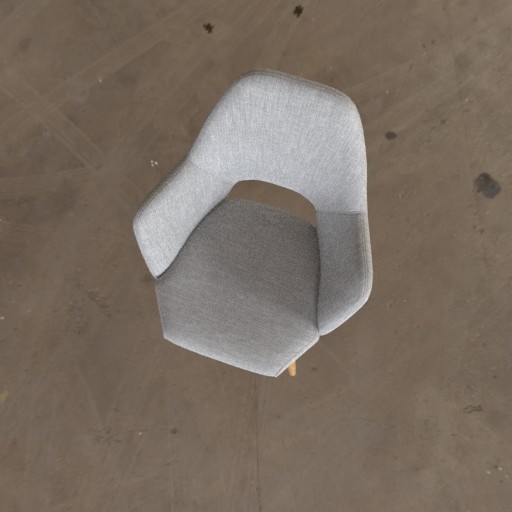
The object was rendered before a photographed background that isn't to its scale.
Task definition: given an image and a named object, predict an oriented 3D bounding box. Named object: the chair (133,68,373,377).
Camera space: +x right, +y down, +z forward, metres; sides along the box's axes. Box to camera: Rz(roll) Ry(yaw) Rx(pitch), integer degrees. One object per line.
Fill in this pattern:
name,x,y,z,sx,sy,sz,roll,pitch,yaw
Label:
chair,0.000,0.000,1.258,0.590,0.840,0.610,18,77,4
